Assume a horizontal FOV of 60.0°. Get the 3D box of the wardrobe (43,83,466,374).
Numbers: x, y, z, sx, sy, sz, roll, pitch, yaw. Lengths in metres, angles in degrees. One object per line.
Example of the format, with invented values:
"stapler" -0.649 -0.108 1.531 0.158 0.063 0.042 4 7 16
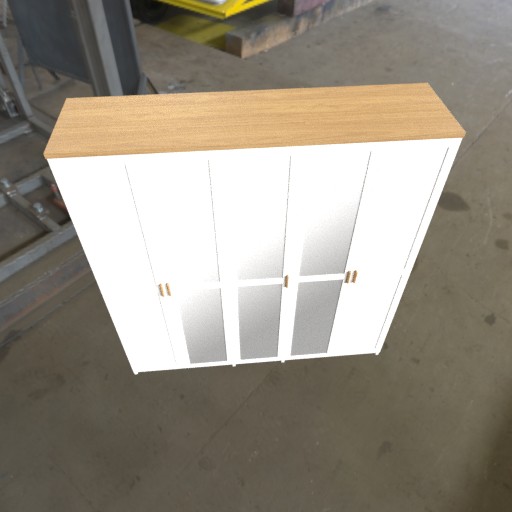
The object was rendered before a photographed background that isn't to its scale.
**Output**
"wardrobe" 0.000 0.000 3.266 2.160 2.260 0.590 -4 47 -4
